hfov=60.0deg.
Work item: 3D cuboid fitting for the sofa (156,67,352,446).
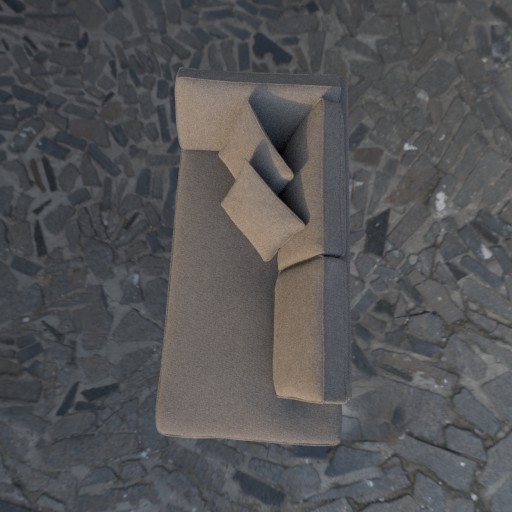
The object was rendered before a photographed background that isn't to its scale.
[{"bbox_3d":[0.000,0.000,2.836,1.110,1.033,2.237,2,76,1],"label":"sofa"}]
